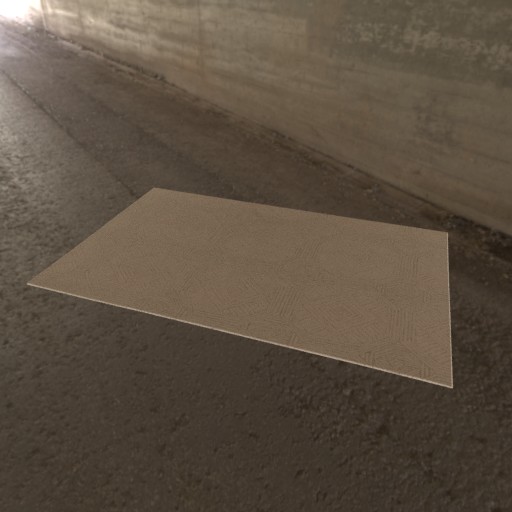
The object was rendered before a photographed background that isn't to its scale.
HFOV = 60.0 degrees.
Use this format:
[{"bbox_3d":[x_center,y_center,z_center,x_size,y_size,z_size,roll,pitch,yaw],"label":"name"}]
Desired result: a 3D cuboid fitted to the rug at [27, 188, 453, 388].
[{"bbox_3d":[0.000,0.000,2.974,2.440,0.008,1.524,11,34,16],"label":"rug"}]
